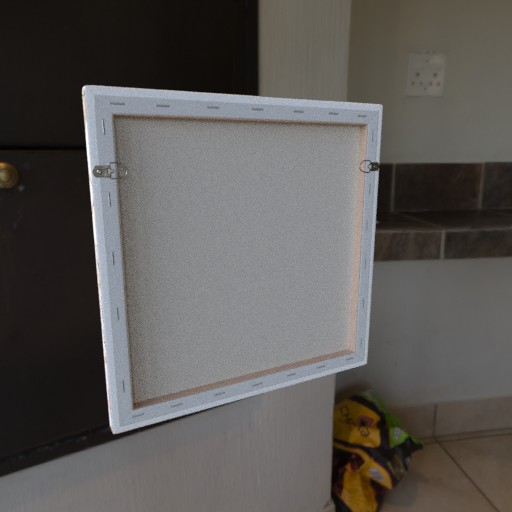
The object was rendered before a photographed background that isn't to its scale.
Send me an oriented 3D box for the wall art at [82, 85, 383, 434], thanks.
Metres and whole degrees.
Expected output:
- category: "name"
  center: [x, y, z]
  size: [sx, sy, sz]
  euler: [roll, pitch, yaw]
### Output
- category: "wall art"
  center: [0.000, 0.000, 1.342]
  size: [0.912, 0.914, 0.039]
  euler: [-7, 15, -27]
